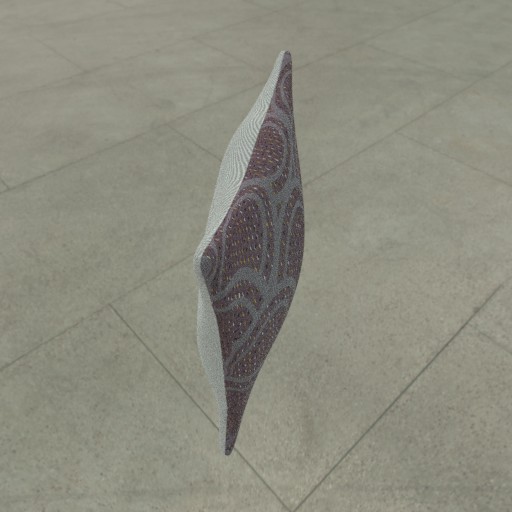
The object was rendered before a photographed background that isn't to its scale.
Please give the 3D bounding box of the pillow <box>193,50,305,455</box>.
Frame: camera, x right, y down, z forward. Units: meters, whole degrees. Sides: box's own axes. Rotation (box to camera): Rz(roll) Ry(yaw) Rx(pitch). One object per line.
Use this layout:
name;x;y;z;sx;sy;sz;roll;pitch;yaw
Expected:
pillow;0.000;0.000;0.781;0.163;0.513;0.514;9;47;8
